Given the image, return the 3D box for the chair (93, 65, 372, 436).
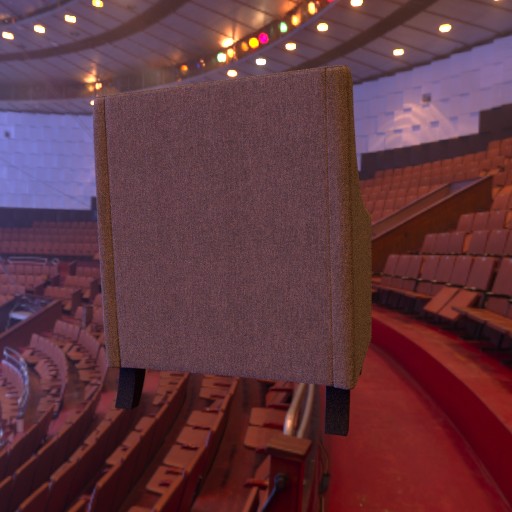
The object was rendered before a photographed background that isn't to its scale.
[{"bbox_3d":[0.000,0.000,1.617,0.776,0.967,0.884,0,0,18],"label":"chair"}]
